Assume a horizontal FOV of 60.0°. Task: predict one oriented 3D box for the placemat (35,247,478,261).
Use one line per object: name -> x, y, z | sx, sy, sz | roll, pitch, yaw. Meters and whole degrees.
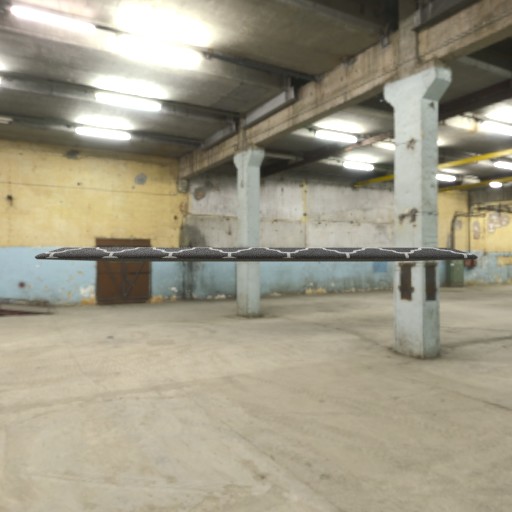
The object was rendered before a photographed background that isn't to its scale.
placemat -> 0.000, 0.000, 0.986 | 0.762, 0.021, 0.508 | 0, -1, -1
